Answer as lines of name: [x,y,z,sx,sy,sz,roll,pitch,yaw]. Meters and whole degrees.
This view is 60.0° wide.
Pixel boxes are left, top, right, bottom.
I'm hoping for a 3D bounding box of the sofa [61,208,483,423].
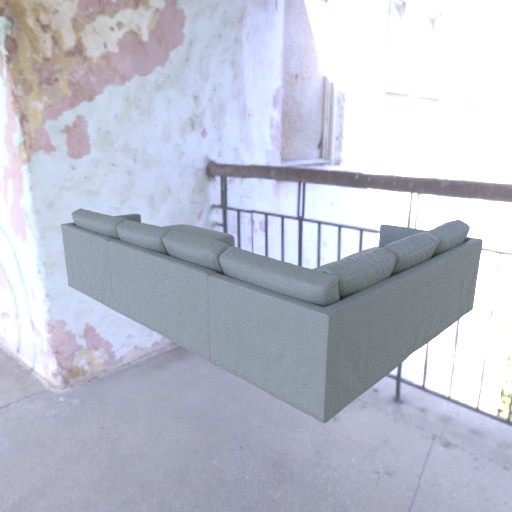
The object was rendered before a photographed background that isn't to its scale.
sofa: [0.000,0.000,4.435,3.460,0.882,2.427,15,22,42]
